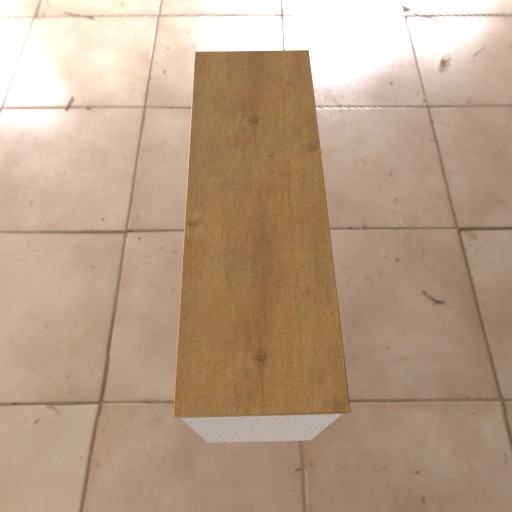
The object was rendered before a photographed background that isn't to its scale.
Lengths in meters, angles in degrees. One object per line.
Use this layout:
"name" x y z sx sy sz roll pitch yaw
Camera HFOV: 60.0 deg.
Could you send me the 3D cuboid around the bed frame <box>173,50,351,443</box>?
"bed frame" 0.000 0.000 1.746 0.430 0.850 1.300 -1 63 -1
